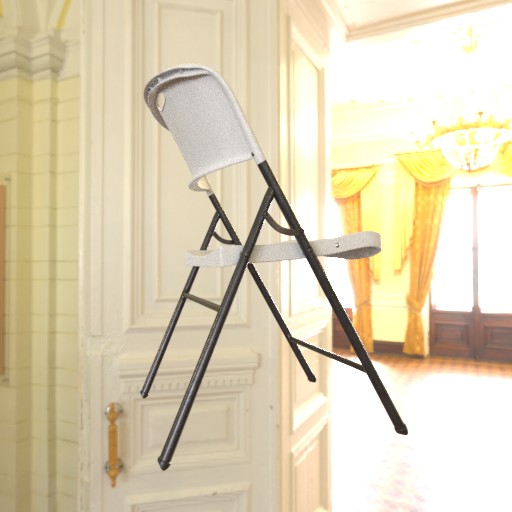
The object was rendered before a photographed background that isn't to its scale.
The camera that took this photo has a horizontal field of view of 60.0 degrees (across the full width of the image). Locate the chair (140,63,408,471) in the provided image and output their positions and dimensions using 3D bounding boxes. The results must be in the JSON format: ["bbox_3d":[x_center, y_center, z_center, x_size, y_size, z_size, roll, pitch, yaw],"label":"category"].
[{"bbox_3d":[0.000,0.000,1.145,0.566,0.810,0.494,0,-1,-19],"label":"chair"}]
